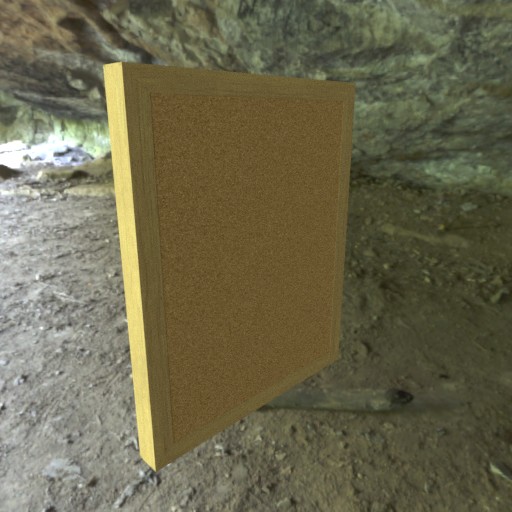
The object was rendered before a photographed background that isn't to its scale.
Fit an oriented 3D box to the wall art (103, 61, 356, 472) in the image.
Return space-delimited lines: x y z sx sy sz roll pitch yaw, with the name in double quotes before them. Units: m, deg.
"wall art" 0.000 0.000 0.503 0.312 0.380 0.030 -16 24 -42
